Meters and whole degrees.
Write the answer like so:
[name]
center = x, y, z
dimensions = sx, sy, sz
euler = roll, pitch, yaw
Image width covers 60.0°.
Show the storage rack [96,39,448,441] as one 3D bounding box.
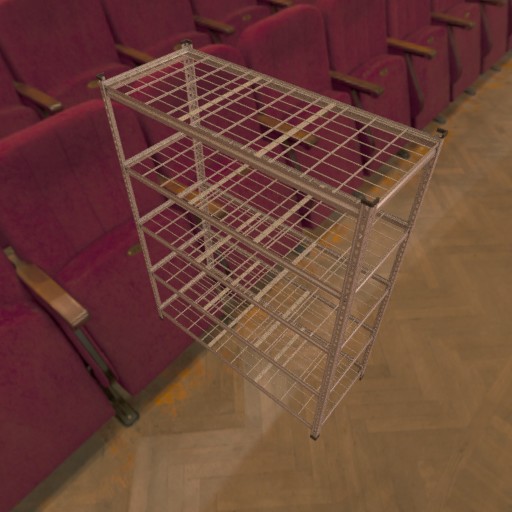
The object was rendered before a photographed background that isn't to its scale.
[storage rack]
center = 0.000, 0.000, 2.677
dimensions = 1.524, 1.981, 0.610
euler = 31, 53, 27
